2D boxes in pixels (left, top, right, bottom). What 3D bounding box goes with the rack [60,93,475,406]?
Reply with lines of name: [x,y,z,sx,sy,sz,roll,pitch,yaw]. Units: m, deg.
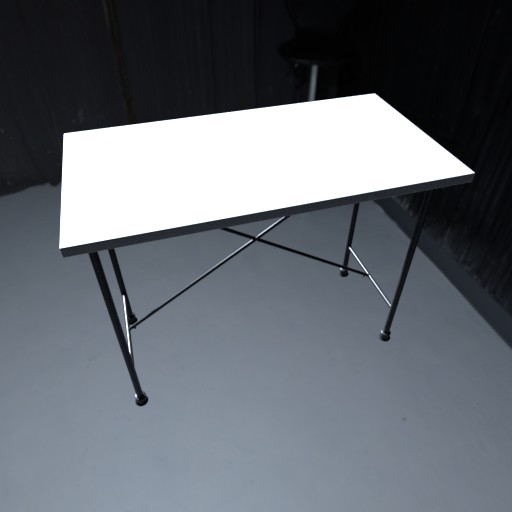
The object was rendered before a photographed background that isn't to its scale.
rack: [0.000,0.000,1.685,1.159,0.880,0.613,-12,43,-12]
